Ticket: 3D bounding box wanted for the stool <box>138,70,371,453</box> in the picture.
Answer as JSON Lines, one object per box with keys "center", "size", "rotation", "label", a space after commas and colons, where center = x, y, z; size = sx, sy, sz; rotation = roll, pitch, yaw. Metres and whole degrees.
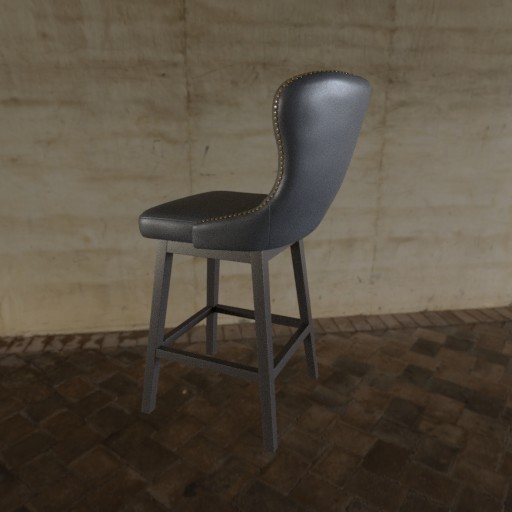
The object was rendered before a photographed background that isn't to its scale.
{"center": [0.000, 0.000, 1.315], "size": [0.593, 0.971, 0.528], "rotation": [7, 18, 23], "label": "stool"}
